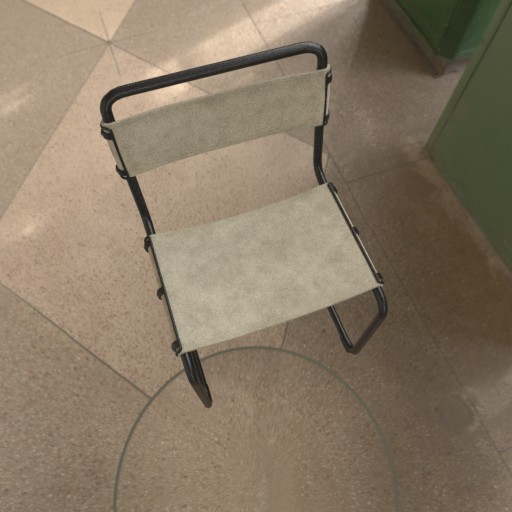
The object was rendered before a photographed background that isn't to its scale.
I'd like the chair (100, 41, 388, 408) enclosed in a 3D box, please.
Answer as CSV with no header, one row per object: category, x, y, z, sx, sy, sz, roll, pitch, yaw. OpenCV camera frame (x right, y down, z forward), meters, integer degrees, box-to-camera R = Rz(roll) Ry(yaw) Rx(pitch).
chair,0.000,0.000,1.084,0.499,0.747,0.497,-17,64,-9
